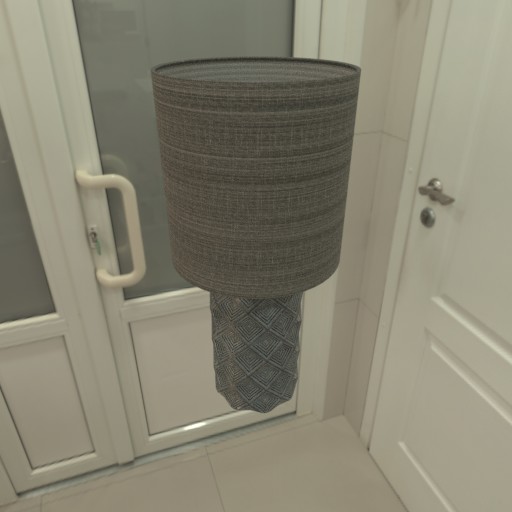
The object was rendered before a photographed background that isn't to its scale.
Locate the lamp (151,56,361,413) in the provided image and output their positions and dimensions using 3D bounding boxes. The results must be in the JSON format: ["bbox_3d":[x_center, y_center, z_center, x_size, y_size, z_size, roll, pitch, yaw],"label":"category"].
[{"bbox_3d":[0.000,0.000,0.716,0.269,0.566,0.268,-10,31,-17],"label":"lamp"}]
